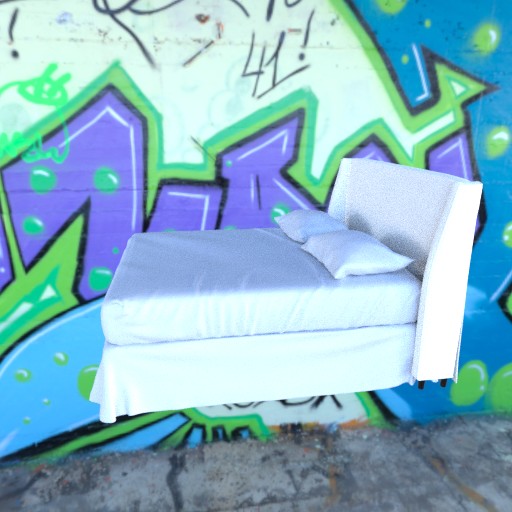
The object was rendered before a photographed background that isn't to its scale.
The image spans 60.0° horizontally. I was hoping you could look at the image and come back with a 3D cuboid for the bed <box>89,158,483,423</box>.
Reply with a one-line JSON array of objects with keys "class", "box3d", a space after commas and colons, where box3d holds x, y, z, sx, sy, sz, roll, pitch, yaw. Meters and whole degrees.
[{"class": "bed", "box3d": [0.000, 0.000, 3.359, 2.276, 1.332, 1.925, -3, 17, -9]}]
